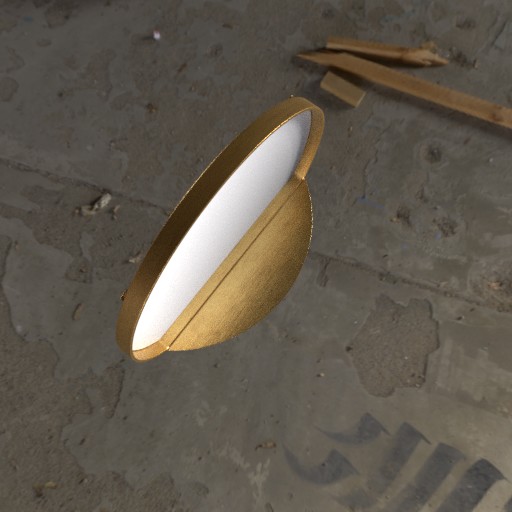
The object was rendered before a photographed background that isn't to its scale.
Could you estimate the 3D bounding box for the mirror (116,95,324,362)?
[{"bbox_3d":[0.000,0.000,0.679,0.133,0.457,0.457,36,78,9],"label":"mirror"}]
